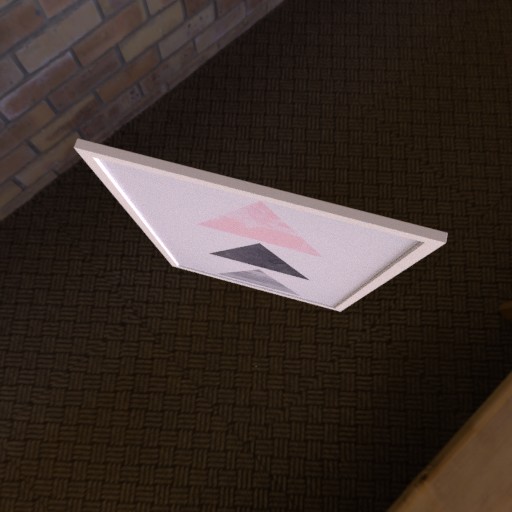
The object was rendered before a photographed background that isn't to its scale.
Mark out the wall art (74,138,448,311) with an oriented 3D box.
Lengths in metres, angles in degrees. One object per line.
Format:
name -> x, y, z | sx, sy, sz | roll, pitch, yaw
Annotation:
wall art -> 0.000, 0.000, 0.844 | 0.456, 0.656, 0.013 | 15, 76, 4
